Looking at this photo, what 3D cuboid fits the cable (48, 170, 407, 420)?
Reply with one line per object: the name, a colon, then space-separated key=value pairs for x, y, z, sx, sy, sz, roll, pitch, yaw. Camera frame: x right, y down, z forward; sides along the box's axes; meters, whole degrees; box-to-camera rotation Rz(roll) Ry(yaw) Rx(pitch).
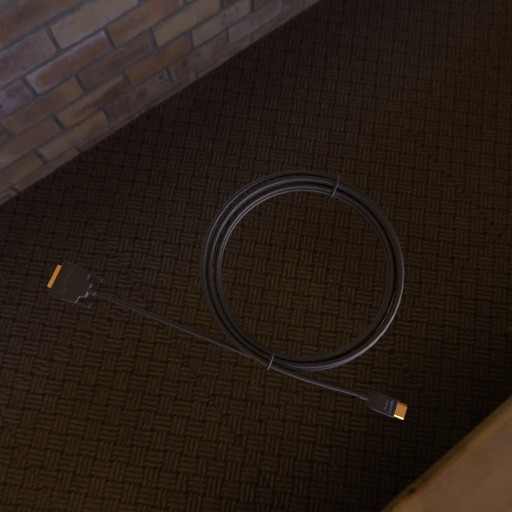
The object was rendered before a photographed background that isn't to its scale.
cable: x=0.000 y=0.000 z=0.515 sx=0.422 sy=0.030 sz=0.257 roll=21 pitch=77 yaw=5
